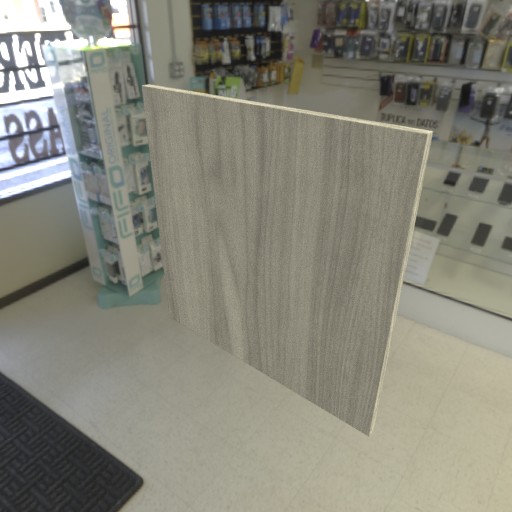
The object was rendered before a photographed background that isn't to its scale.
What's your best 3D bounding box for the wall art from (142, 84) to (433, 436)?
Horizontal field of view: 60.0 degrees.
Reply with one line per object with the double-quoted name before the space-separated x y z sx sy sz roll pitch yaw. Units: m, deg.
"wall art" 0.000 0.000 0.764 0.508 0.507 0.016 23 37 34
